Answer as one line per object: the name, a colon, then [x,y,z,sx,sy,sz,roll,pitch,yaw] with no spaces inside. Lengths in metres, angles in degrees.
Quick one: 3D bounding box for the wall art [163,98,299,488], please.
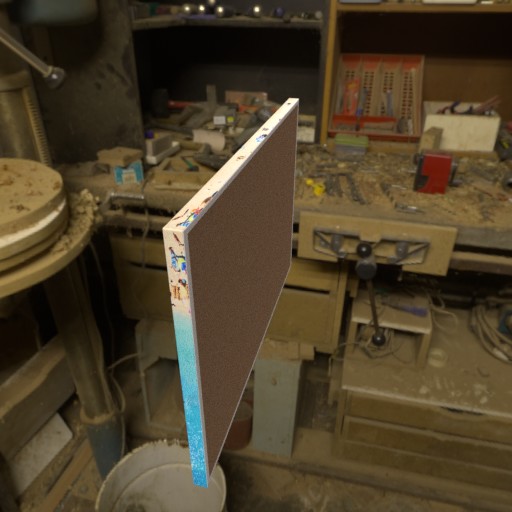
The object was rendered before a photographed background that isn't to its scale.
wall art: [0.000,0.000,1.449,0.040,0.769,1.136,8,32,13]
